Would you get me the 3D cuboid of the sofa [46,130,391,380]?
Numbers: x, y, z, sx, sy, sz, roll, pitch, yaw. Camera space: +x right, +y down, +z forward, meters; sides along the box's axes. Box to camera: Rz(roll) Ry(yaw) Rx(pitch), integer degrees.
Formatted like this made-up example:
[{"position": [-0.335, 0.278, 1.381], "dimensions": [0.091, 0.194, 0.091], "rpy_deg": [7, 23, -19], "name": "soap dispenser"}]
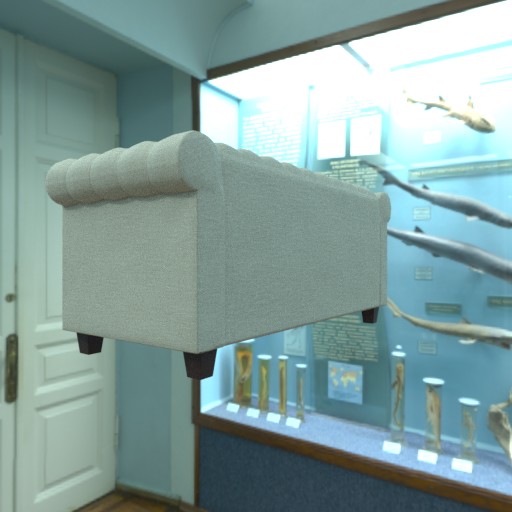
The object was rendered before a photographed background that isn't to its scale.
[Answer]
[{"position": [0.000, 0.000, 2.237], "dimensions": [0.783, 0.797, 1.798], "rpy_deg": [0, 0, 36], "name": "sofa"}]
